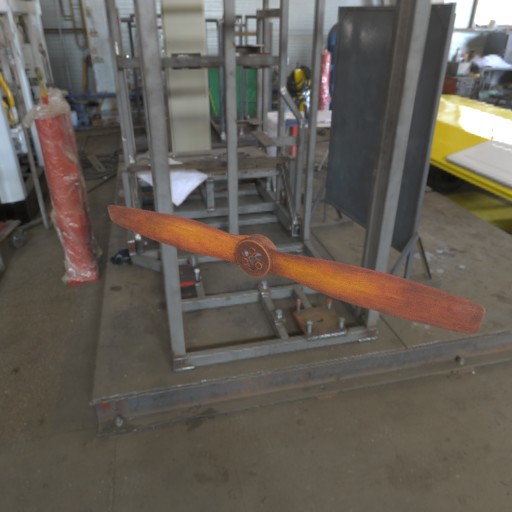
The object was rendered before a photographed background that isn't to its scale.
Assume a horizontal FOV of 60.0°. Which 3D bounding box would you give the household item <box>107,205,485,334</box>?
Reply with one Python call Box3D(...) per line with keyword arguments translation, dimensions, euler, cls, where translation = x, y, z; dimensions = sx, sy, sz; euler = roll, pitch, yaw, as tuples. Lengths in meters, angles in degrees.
Box3D(translation=(0.000, 0.000, 1.257), dimensions=(1.181, 0.121, 0.051), euler=(16, 32, 27), cls="household item")
